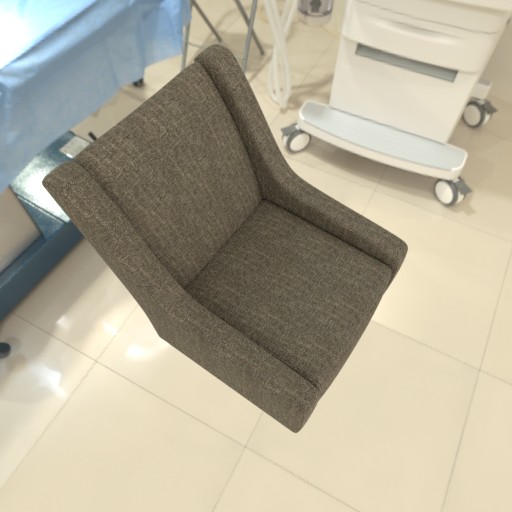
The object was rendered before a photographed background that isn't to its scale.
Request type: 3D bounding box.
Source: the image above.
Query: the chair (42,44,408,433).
[{"bbox_3d":[0.000,0.000,1.673,0.944,1.012,0.793,31,63,18],"label":"chair"}]
